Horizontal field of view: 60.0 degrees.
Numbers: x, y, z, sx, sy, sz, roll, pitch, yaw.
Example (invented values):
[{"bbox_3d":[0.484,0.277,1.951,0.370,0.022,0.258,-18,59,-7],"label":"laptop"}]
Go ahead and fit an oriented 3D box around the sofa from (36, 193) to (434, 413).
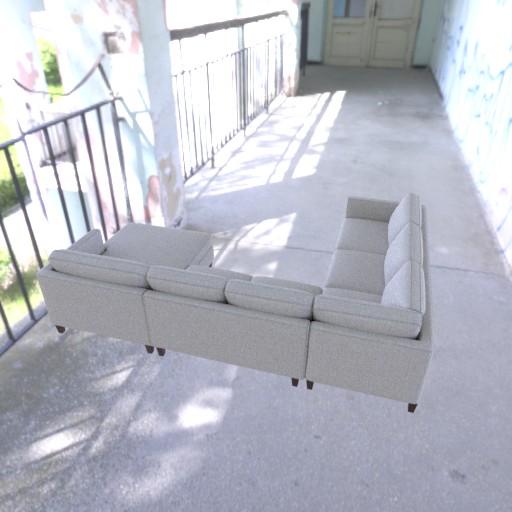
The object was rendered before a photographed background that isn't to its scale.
[{"bbox_3d":[0.000,0.000,4.675,3.403,0.889,2.551,9,33,14],"label":"sofa"}]
